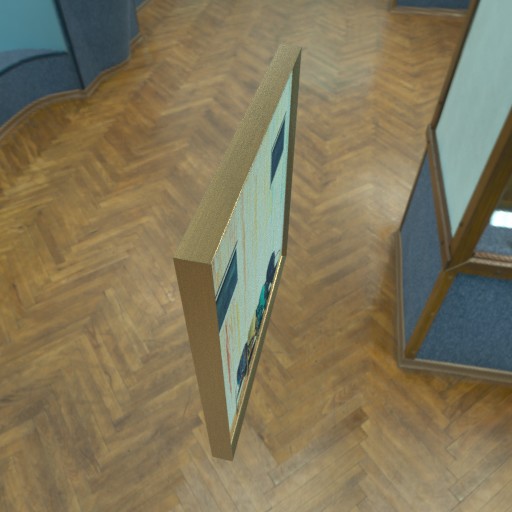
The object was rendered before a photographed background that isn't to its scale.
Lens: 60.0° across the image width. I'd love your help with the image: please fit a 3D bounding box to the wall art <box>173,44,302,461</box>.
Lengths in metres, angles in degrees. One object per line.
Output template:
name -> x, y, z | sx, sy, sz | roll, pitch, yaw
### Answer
wall art -> 0.000, 0.000, 0.754 | 0.037, 0.505, 0.505 | 10, 47, 9
